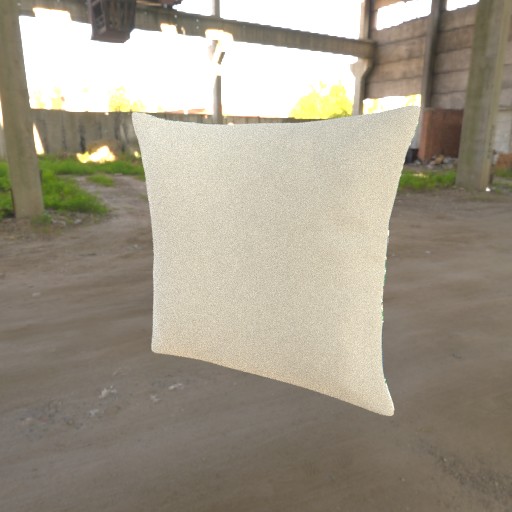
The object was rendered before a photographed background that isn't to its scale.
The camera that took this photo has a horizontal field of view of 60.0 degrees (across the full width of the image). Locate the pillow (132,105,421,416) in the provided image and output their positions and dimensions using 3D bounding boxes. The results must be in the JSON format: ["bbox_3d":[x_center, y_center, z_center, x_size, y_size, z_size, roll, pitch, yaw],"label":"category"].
[{"bbox_3d":[0.000,0.000,0.804,0.525,0.508,0.166,8,17,26],"label":"pillow"}]
